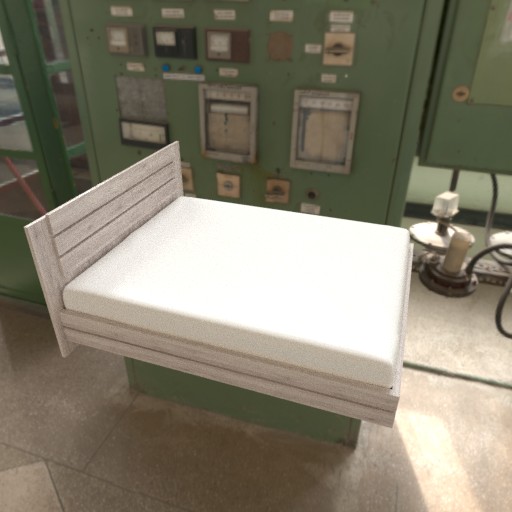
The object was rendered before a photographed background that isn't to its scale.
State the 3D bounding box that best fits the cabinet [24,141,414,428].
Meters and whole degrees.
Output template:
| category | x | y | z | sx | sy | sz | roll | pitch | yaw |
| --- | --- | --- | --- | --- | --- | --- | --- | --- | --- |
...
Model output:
| category | x | y | z | sx | sy | sz | roll | pitch | yaw |
| --- | --- | --- | --- | --- | --- | --- | --- | --- | --- |
| cabinet | 0.000 | 0.000 | 3.078 | 2.080 | 0.970 | 1.750 | 10 | 32 | 17 |
